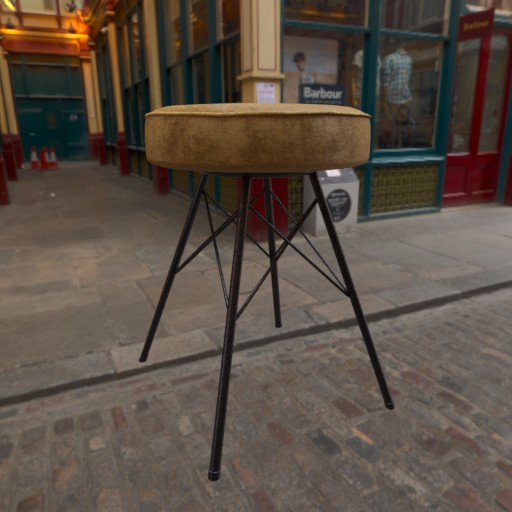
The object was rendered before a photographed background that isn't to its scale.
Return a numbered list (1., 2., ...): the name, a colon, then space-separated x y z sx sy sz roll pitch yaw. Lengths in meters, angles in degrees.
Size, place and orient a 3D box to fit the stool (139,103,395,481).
1. stool: 0.000 0.000 0.929 0.438 0.595 0.472 -8 18 -26
